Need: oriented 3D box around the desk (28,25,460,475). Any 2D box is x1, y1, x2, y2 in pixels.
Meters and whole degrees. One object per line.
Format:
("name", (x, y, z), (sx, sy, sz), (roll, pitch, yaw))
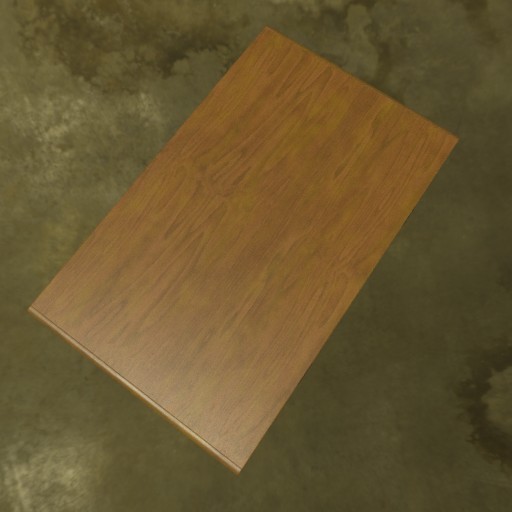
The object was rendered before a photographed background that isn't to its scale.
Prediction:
("desk", (0.000, 0.000, 1.536), (0.660, 0.754, 1.066), (34, 78, 9))
